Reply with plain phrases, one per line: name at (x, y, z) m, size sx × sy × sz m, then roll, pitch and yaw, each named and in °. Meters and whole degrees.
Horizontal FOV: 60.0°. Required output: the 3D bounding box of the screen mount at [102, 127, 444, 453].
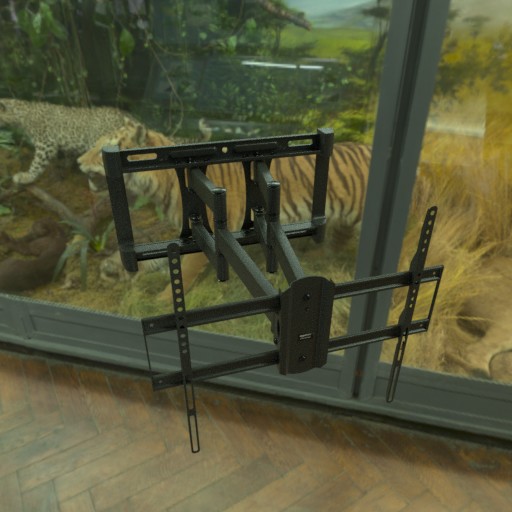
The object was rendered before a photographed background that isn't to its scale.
screen mount at (0.000, 0.000, 0.943) m, size 0.571 × 0.424 × 0.556 m, roll -9°, pitch 32°, yaw -14°
